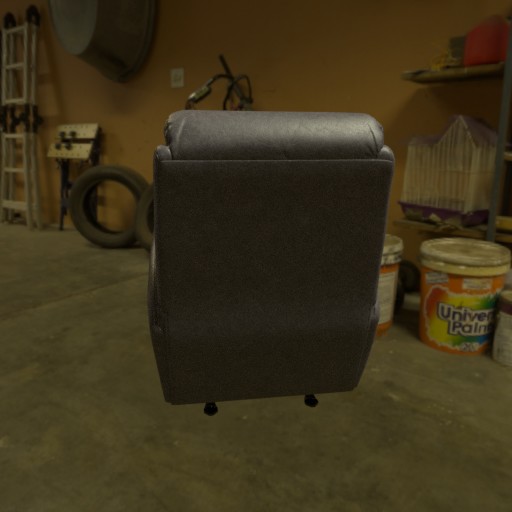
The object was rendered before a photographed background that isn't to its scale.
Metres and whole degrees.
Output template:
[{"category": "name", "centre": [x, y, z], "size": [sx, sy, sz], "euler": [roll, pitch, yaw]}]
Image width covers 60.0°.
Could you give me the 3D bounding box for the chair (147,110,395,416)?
[{"category": "chair", "centre": [0.000, 0.000, 1.793], "size": [0.865, 1.067, 1.067], "euler": [-2, 14, -8]}]
